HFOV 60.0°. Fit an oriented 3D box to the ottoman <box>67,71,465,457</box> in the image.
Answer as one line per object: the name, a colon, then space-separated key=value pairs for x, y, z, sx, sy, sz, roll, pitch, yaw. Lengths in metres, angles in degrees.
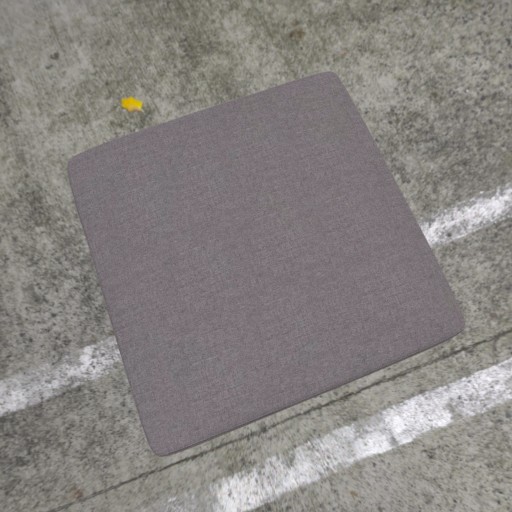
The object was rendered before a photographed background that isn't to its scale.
ottoman: x=0.000 y=0.000 z=1.309 sx=0.840 sy=0.436 sz=0.843 roll=-21 pitch=75 yaw=-6
